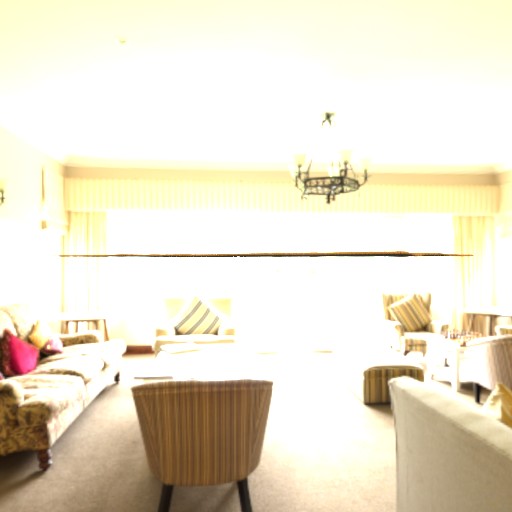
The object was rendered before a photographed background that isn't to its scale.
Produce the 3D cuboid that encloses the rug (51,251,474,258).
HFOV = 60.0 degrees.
[{"bbox_3d":[0.000,0.000,3.007,2.444,0.023,1.531,0,-1,36],"label":"rug"}]
